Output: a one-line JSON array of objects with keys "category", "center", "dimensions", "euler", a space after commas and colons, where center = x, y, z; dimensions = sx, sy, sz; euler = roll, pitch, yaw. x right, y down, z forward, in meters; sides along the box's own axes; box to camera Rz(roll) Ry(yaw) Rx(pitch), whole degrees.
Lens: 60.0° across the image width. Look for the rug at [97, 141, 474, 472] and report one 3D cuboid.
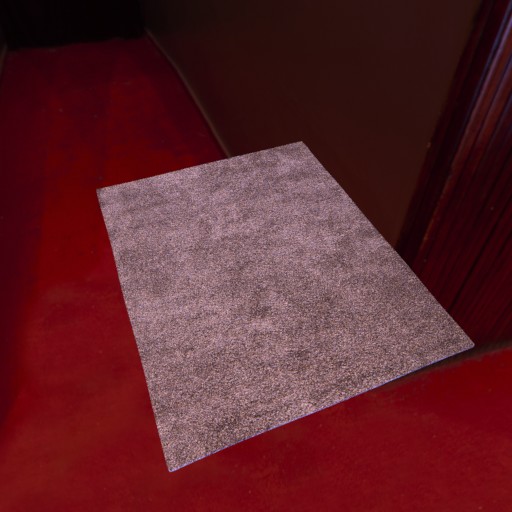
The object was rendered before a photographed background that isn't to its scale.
[{"category": "rug", "center": [0.000, 0.000, 4.024], "dimensions": [2.401, 0.025, 3.000], "euler": [-17, 50, -15]}]
